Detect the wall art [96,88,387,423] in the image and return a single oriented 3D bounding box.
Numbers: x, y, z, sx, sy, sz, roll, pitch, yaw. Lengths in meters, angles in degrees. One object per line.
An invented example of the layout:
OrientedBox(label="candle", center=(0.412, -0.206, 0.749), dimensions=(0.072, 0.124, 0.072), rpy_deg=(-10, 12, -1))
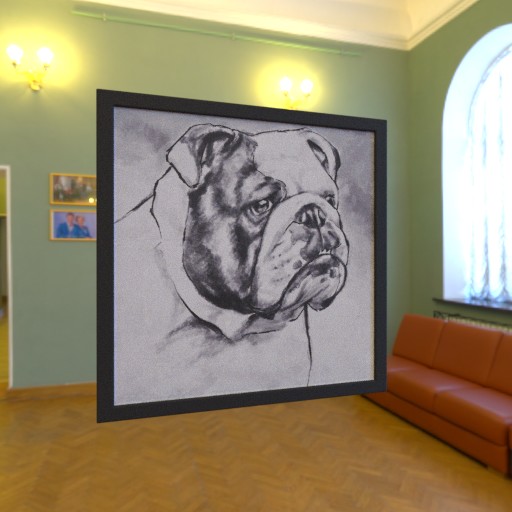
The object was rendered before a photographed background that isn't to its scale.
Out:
OrientedBox(label="wall art", center=(0.000, 0.000, 0.830), dimensions=(0.562, 0.558, 0.012), rpy_deg=(0, 0, -18))
